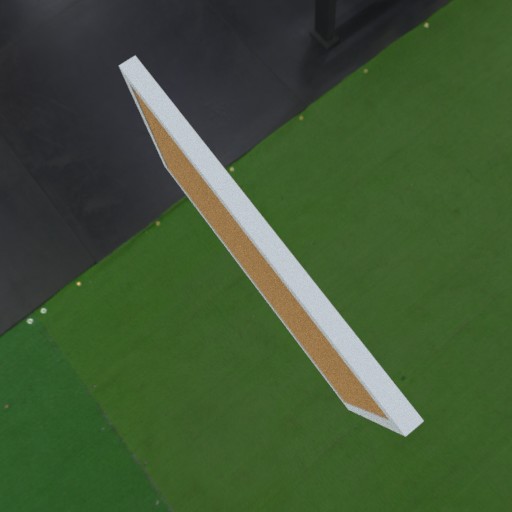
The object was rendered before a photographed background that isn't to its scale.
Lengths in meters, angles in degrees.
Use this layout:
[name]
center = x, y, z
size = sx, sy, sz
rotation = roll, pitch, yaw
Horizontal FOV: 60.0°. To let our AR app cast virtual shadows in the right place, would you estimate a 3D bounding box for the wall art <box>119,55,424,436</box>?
[wall art]
center = 0.000, 0.000, 0.964
size = 0.038, 0.431, 0.812
rotation = -36, 79, -8
